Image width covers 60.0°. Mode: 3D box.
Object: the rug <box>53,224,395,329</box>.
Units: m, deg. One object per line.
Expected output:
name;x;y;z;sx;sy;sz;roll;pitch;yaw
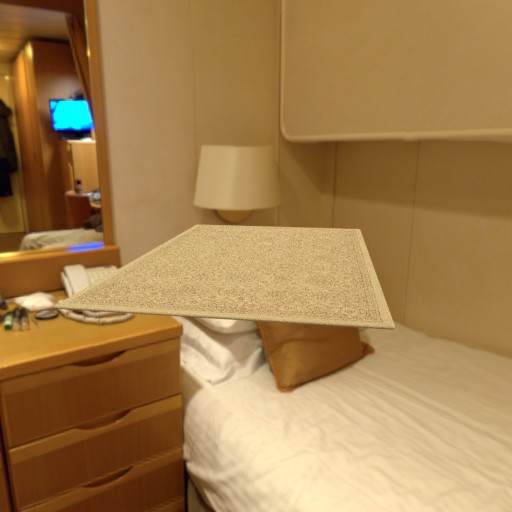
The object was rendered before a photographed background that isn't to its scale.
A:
rug;0.000;0.000;2.410;1.219;0.010;1.829;2;14;9
